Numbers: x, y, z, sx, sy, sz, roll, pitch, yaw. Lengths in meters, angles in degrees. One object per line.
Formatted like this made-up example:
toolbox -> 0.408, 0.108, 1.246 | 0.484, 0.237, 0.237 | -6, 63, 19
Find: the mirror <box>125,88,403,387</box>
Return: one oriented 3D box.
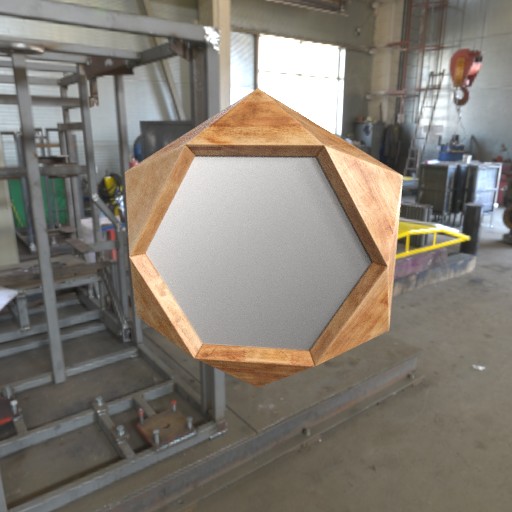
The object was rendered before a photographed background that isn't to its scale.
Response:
mirror -> 0.000, 0.000, 1.085 | 0.675, 0.779, 0.091 | 2, 16, 8
